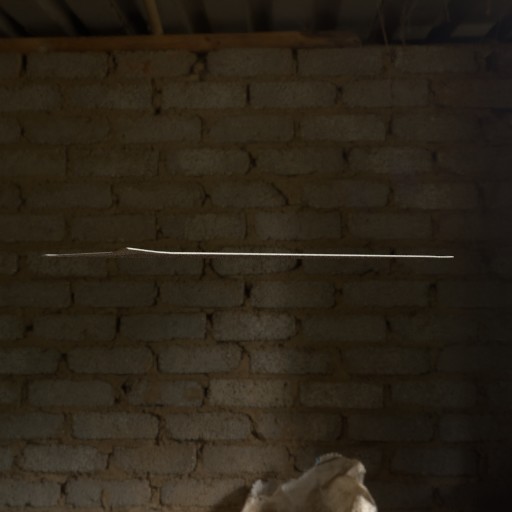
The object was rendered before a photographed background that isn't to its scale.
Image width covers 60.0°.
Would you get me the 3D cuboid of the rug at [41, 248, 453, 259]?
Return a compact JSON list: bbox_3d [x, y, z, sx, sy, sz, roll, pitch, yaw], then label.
[{"bbox_3d":[0.000,0.000,2.448,1.947,0.023,1.214,1,-1,-37],"label":"rug"}]
